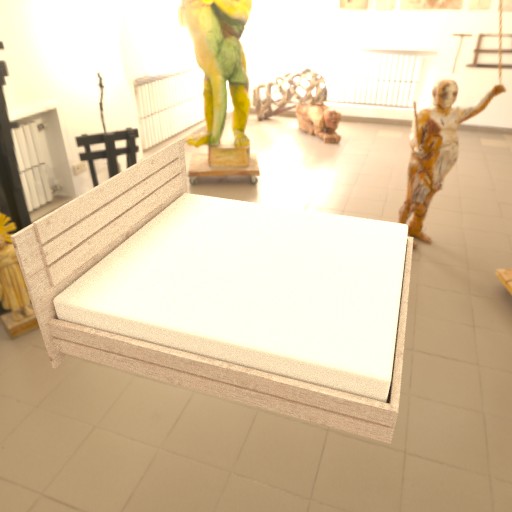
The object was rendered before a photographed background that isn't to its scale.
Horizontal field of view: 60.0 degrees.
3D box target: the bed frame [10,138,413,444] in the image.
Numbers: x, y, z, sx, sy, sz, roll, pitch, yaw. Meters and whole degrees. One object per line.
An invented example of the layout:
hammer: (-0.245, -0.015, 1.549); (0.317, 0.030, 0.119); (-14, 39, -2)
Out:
bed frame: (0.000, 0.000, 3.087); (2.080, 0.970, 1.950); (10, 32, 16)
